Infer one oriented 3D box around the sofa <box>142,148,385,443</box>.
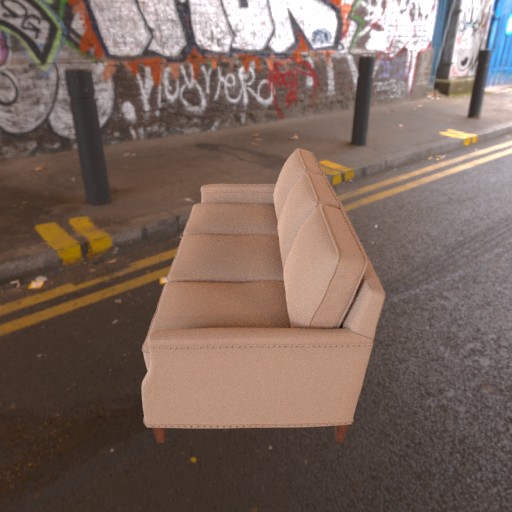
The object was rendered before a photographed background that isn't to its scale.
[{"bbox_3d":[0.000,0.000,2.934,1.084,1.003,2.246,0,26,0],"label":"sofa"}]
